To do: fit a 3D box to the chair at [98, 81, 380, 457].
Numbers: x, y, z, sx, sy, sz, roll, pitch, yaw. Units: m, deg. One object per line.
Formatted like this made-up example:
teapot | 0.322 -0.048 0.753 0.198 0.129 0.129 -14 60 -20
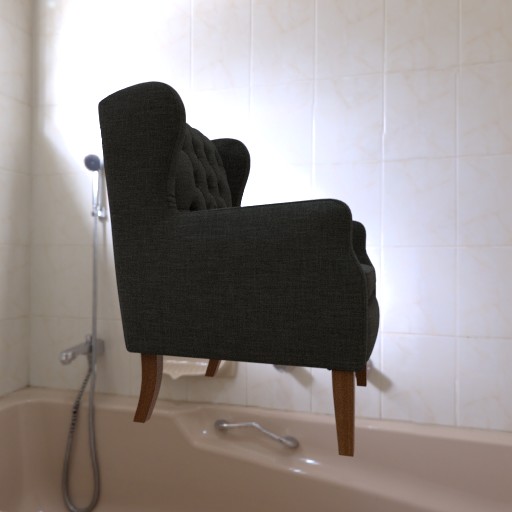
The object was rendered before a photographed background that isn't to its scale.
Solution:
chair | 0.000 0.000 1.446 0.775 0.953 0.711 0 0 17
